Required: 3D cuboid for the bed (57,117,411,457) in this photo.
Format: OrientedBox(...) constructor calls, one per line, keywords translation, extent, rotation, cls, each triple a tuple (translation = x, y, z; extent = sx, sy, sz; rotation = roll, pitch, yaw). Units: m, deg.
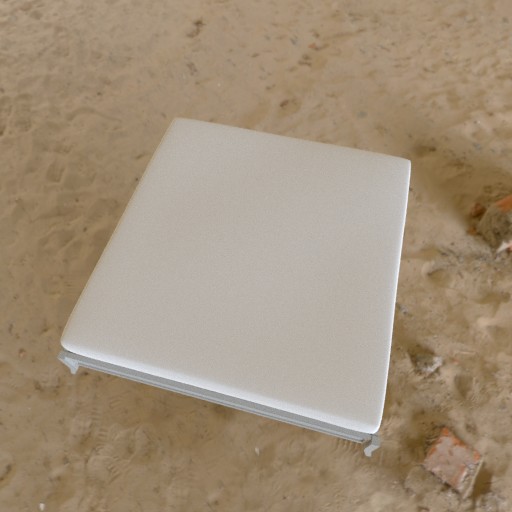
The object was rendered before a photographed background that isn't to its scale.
OrientedBox(translation=(0.000, 0.000, 3.140), extent=(2.007, 0.510, 2.108), rotation=(13, 60, 8), cls="bed")
